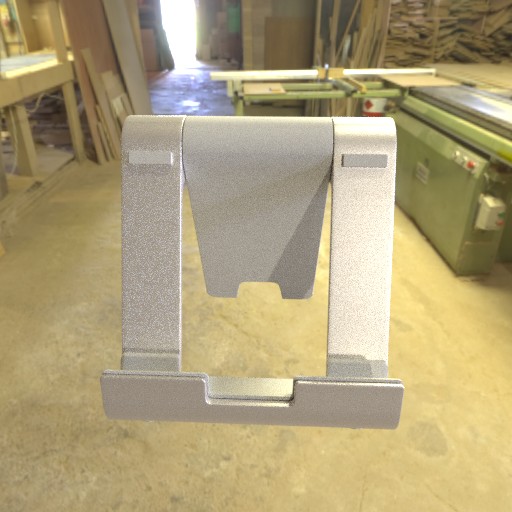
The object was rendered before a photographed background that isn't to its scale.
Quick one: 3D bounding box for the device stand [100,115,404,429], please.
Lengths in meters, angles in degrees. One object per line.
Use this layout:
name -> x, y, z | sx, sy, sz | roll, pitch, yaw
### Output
device stand -> 0.000, 0.000, 0.148 | 0.086, 0.084, 0.079 | 1, 28, 2
